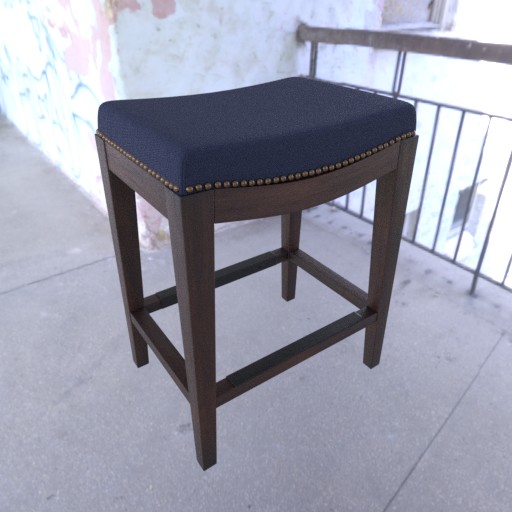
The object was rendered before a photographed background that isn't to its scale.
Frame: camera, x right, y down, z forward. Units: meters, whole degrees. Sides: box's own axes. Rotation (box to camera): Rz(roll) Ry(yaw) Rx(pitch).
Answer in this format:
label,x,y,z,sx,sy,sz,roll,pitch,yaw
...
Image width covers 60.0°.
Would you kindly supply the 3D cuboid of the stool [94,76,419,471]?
label,x,y,z,sx,sy,sz,roll,pitch,yaw
stool,0.000,0.000,0.946,0.500,0.642,0.361,-20,37,-29
